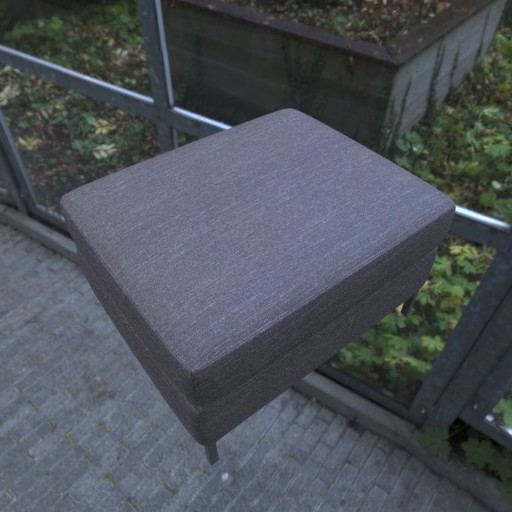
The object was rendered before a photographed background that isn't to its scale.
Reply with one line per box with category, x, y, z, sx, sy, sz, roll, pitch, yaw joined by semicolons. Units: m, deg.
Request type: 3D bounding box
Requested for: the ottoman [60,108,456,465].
ottoman;0.000;0.000;1.252;0.820;0.490;0.671;-29;52;-25
